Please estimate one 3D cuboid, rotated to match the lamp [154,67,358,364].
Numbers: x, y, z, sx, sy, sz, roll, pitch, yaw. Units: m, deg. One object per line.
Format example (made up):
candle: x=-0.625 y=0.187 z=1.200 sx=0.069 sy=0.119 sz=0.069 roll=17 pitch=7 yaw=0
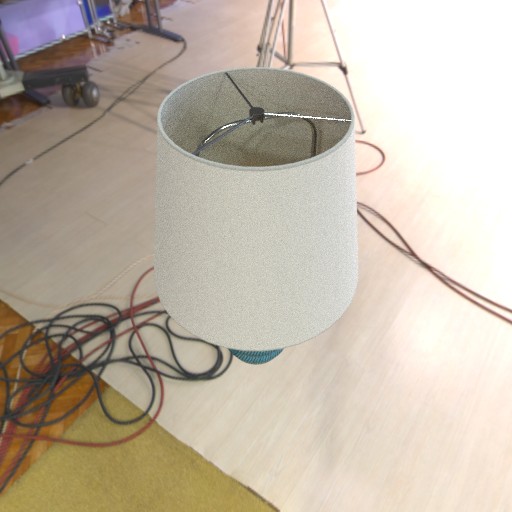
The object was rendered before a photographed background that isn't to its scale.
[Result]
lamp: x=0.000 y=0.000 z=0.549 sx=0.254 sy=0.392 sz=0.254 roll=0 pitch=47 yaw=0
